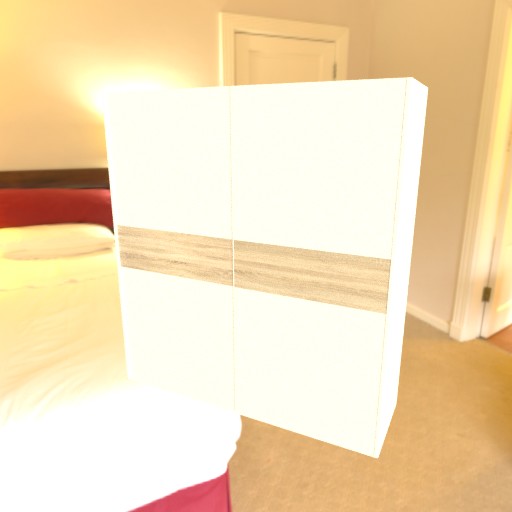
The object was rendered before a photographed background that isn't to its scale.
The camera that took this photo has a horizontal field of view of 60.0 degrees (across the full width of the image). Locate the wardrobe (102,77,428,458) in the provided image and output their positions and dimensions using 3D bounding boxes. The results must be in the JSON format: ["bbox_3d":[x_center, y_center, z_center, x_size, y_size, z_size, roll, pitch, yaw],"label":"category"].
[{"bbox_3d":[0.000,0.000,2.873,1.830,2.020,0.600,8,18,26],"label":"wardrobe"}]
